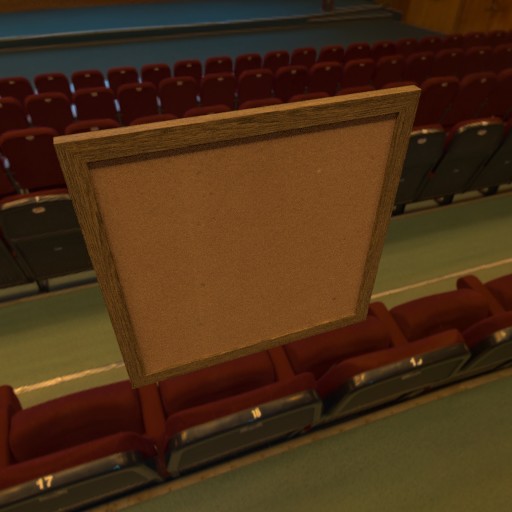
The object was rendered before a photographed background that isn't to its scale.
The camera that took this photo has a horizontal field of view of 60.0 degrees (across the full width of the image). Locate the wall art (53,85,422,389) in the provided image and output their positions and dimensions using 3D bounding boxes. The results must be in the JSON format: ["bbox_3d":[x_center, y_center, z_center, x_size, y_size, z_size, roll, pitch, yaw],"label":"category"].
[{"bbox_3d":[0.000,0.000,0.754,0.508,0.508,0.019,-13,42,-15],"label":"wall art"}]
